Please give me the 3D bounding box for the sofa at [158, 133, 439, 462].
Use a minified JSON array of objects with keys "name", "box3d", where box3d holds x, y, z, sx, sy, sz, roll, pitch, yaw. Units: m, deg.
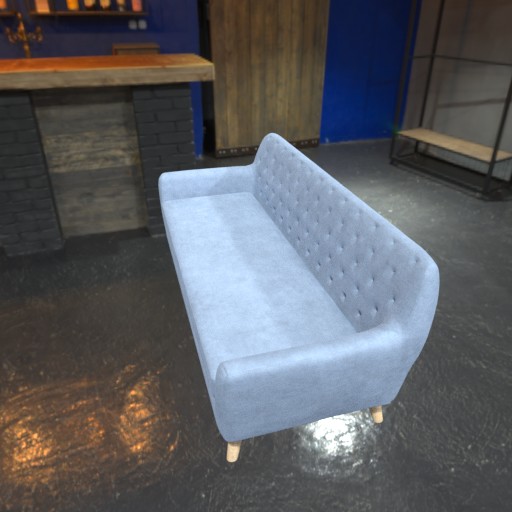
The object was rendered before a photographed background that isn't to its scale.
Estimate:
[{"name":"sofa","box3d":[0.000,0.000,2.388,0.830,0.830,1.970,-9,31,-14]}]
